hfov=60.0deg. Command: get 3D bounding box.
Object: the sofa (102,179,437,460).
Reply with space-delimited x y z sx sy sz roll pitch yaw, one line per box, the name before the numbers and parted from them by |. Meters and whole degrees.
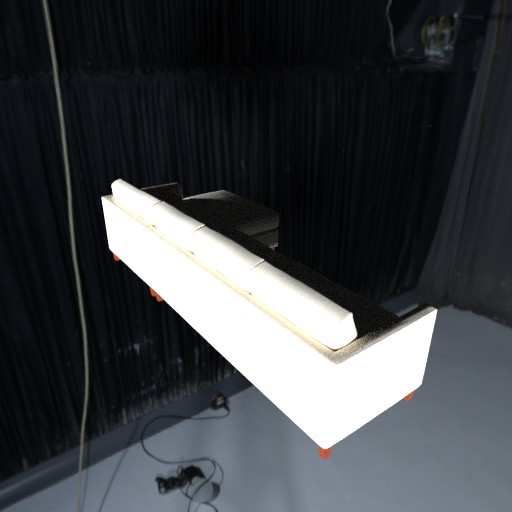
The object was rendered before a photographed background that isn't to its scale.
sofa | 0.000 0.000 4.054 1.603 0.954 3.471 -18 31 -33
